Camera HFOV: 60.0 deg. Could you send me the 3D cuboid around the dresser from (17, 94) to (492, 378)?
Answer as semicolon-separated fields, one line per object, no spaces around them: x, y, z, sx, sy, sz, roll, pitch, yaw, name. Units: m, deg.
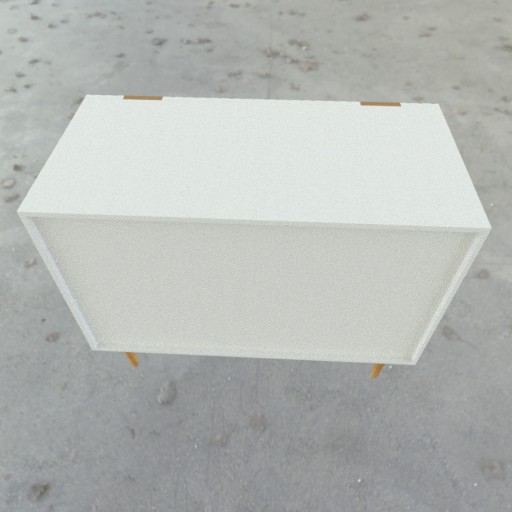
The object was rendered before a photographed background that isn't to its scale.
0.000;0.000;1.263;0.905;0.721;0.457;2;48;2;dresser
